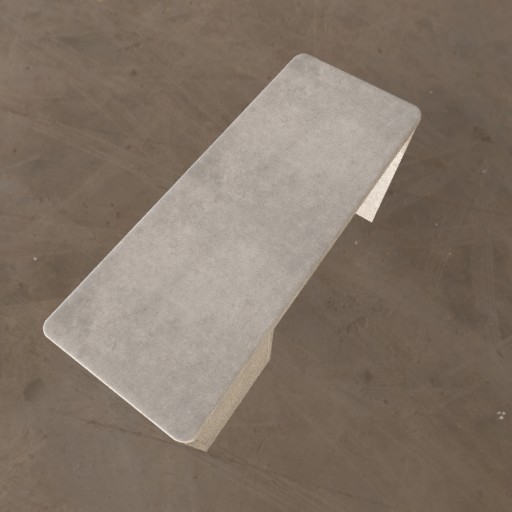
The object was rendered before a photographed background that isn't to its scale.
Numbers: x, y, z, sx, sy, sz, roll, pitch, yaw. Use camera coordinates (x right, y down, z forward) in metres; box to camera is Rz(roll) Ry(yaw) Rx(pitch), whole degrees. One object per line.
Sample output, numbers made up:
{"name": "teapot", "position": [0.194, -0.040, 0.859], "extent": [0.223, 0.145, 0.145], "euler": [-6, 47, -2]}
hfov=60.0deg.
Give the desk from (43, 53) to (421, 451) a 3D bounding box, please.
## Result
{"name": "desk", "position": [0.000, 0.000, 1.789], "extent": [0.550, 0.755, 1.400], "euler": [32, 69, 14]}
